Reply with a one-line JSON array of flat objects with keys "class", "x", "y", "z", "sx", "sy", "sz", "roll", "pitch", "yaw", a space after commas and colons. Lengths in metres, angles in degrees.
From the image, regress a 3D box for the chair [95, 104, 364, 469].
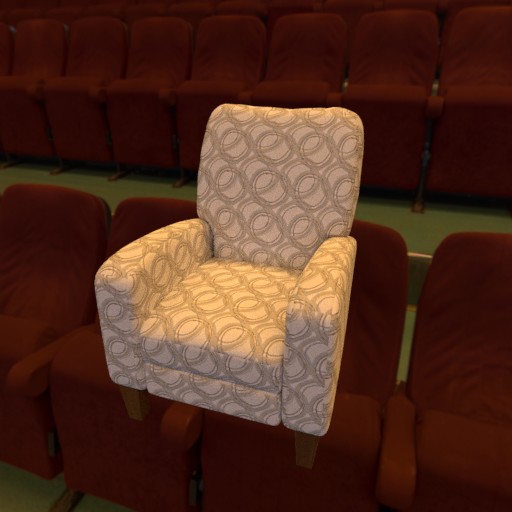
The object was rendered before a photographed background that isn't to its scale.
[{"class": "chair", "x": 0.000, "y": 0.000, "z": 1.755, "sx": 0.796, "sy": 1.065, "sz": 0.995, "roll": 8, "pitch": 27, "yaw": 17}]
